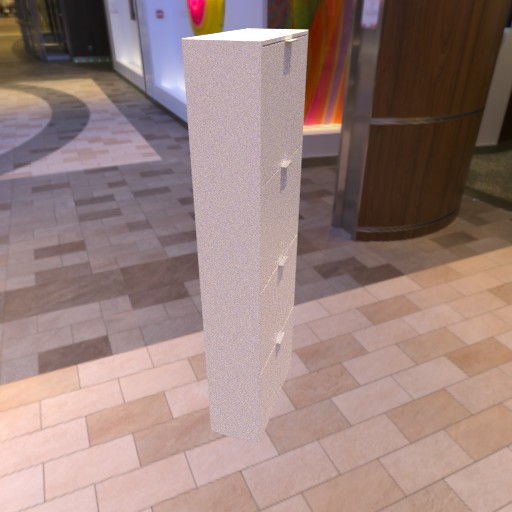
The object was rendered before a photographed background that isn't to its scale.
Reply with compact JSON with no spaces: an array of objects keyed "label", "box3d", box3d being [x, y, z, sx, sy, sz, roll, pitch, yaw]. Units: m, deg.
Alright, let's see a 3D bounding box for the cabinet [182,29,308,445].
[{"label":"cabinet","box3d":[0.000,0.000,1.815,0.255,1.630,0.520,10,31,17]}]
